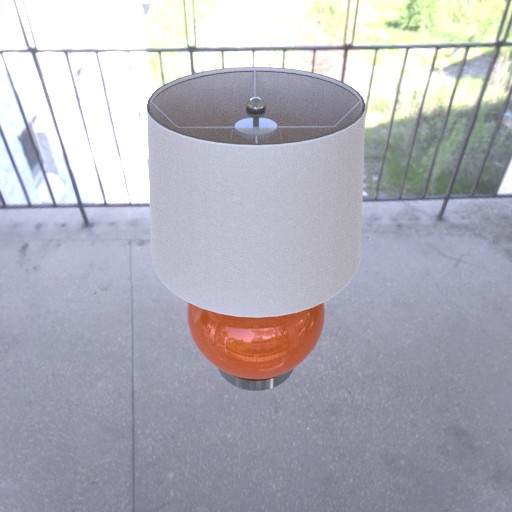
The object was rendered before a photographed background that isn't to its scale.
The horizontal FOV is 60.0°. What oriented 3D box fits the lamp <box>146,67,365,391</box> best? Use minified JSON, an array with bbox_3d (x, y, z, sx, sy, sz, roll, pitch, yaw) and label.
[{"bbox_3d":[0.000,0.000,0.543,0.247,0.387,0.247,0,39,0],"label":"lamp"}]
